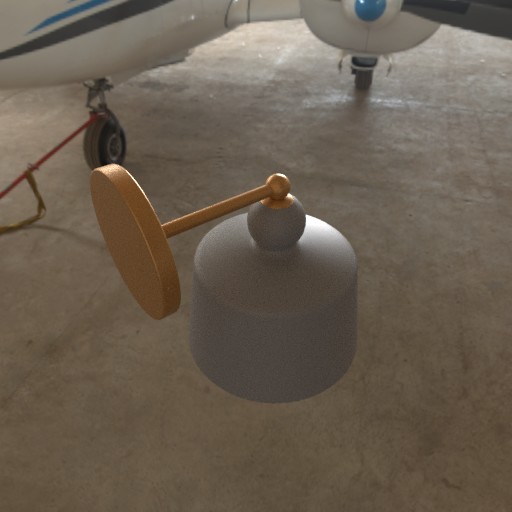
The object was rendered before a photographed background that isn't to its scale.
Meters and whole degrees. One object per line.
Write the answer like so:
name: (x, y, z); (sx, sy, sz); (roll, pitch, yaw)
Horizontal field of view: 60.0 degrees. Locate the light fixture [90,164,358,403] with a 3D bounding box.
light fixture: (0.000, 0.000, 0.448); (0.254, 0.268, 0.204); (-25, 46, -27)
